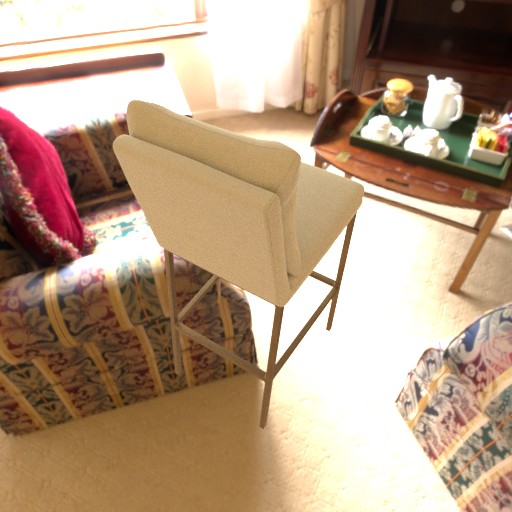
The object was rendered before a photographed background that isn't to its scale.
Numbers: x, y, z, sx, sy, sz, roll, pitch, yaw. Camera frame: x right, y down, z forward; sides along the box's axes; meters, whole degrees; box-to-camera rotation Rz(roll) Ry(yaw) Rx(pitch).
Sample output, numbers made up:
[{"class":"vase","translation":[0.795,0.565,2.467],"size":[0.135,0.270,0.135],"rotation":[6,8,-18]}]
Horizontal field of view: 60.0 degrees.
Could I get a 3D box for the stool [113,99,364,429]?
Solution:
[{"class":"stool","translation":[0.000,0.000,1.442],"size":[0.463,1.125,0.572],"rotation":[25,51,22]}]
